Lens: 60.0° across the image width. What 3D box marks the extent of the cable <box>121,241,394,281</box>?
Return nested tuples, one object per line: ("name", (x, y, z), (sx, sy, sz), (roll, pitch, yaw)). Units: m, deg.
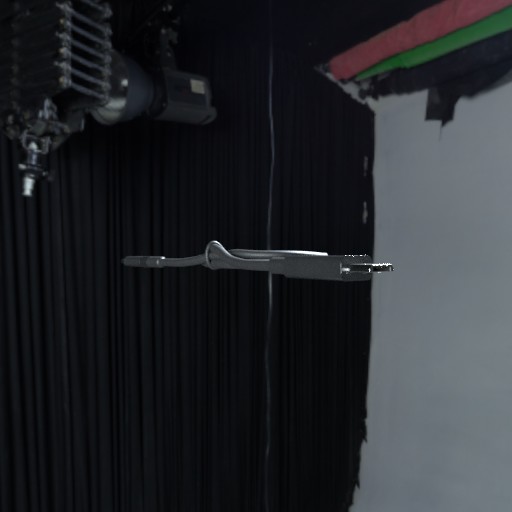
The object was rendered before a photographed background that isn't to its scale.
("cable", (0.000, 0.000, 0.216), (0.070, 0.014, 0.192), (0, 0, -37))
